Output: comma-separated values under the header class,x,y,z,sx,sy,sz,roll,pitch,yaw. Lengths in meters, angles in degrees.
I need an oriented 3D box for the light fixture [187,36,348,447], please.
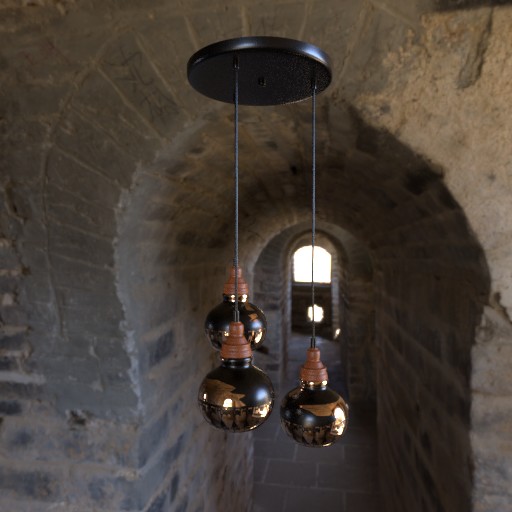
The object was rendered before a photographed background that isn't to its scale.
class,x,y,z,sx,sy,sz,roll,pitch,yaw
light fixture,0.000,0.000,1.719,0.608,1.410,0.605,0,0,-37
